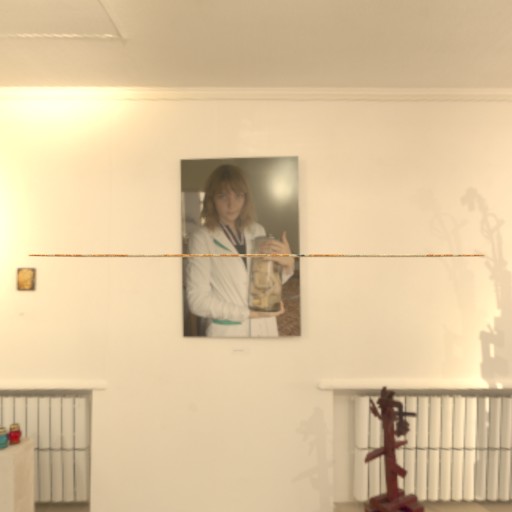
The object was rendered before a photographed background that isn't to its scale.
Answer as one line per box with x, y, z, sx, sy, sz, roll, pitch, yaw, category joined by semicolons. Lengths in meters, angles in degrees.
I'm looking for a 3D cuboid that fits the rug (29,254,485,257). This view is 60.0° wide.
0.000;0.000;2.733;2.437;0.010;0.783;0;-1;0;rug
